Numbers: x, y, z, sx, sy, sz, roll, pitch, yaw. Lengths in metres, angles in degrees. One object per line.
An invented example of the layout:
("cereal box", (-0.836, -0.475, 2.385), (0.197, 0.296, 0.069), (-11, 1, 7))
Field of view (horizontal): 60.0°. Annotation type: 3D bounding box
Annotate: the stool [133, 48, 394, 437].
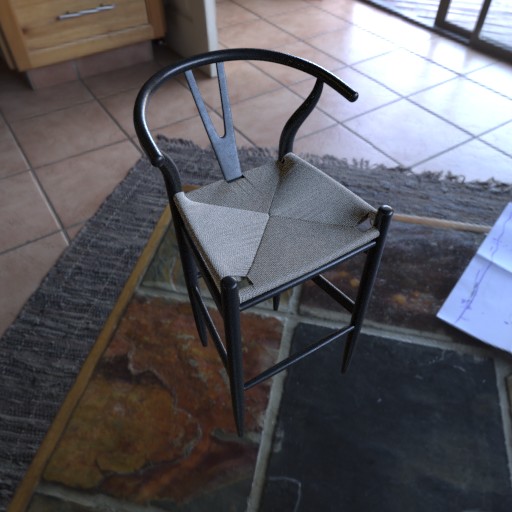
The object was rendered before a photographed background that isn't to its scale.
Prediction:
("stool", (0.000, 0.000, 1.407), (0.569, 1.072, 0.579), (-24, 51, -21))
